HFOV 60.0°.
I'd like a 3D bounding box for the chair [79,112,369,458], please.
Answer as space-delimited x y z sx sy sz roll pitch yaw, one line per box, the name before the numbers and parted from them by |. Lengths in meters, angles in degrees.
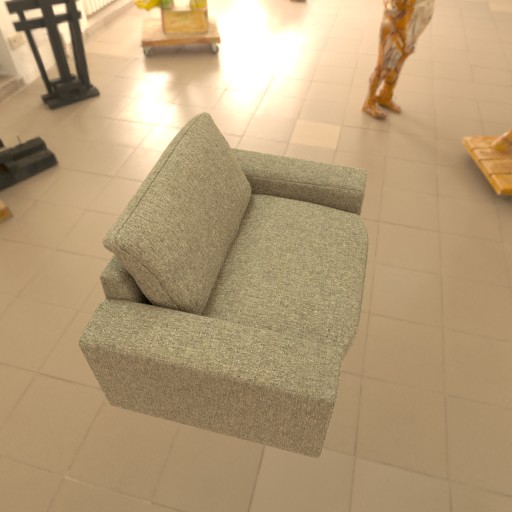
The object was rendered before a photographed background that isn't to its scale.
chair | 0.000 0.000 2.114 1.039 0.915 1.398 10 47 10
